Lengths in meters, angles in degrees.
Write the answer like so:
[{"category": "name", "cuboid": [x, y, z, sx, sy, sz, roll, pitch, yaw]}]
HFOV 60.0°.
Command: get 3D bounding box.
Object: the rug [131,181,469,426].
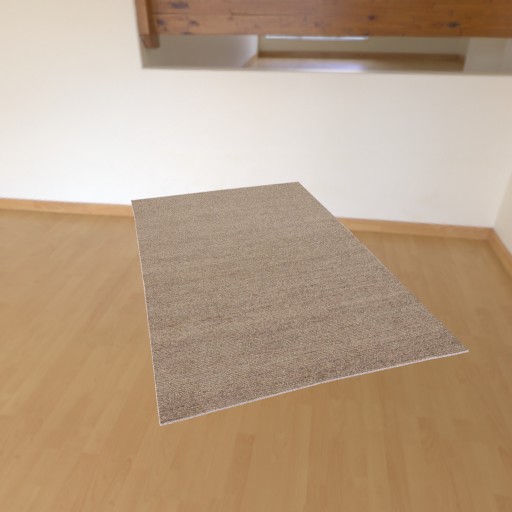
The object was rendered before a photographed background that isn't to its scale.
[{"category": "rug", "cuboid": [0.000, 0.000, 2.257, 1.154, 0.021, 1.792, -9, 32, -14]}]
